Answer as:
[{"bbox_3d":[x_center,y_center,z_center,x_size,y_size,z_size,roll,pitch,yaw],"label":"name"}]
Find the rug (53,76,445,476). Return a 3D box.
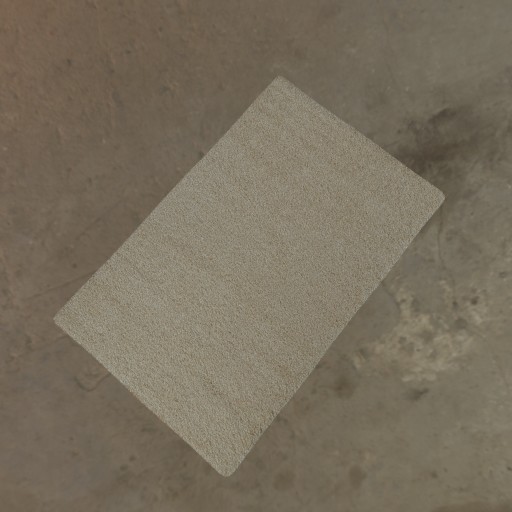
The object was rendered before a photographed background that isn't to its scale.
[{"bbox_3d":[0.000,0.000,2.978,1.500,0.026,2.349,39,80,8],"label":"rug"}]
